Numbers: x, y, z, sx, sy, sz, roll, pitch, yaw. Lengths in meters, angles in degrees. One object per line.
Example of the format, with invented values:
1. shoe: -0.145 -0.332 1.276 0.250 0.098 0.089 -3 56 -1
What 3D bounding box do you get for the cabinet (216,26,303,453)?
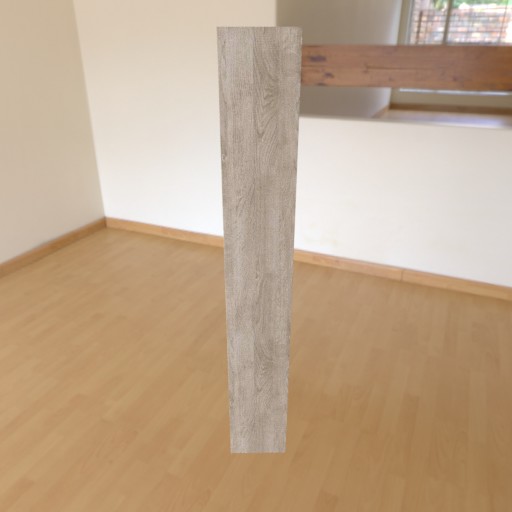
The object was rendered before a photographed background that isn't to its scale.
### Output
1. cabinet: 0.000 0.000 1.790 0.250 1.630 0.520 0 26 0
